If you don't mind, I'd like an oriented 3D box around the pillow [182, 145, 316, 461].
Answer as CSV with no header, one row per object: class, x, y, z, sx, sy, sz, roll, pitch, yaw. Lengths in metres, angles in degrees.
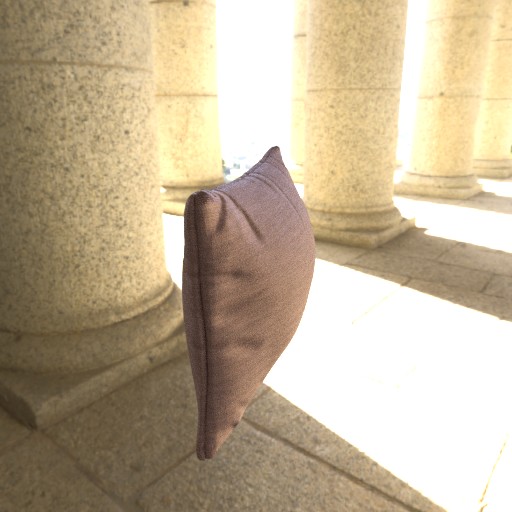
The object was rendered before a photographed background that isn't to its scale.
pillow,0.000,0.000,0.791,0.210,0.338,0.633,3,18,9
